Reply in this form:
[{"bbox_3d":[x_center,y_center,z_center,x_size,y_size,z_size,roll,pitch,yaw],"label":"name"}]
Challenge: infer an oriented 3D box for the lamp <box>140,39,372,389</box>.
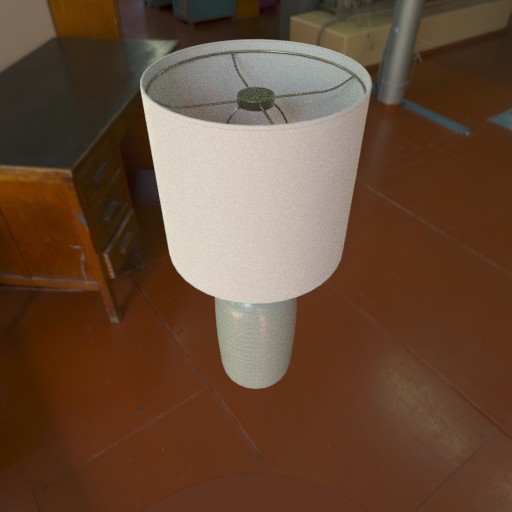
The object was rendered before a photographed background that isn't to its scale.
[{"bbox_3d":[0.000,0.000,0.589,0.220,0.475,0.220,-1,42,-1],"label":"lamp"}]
